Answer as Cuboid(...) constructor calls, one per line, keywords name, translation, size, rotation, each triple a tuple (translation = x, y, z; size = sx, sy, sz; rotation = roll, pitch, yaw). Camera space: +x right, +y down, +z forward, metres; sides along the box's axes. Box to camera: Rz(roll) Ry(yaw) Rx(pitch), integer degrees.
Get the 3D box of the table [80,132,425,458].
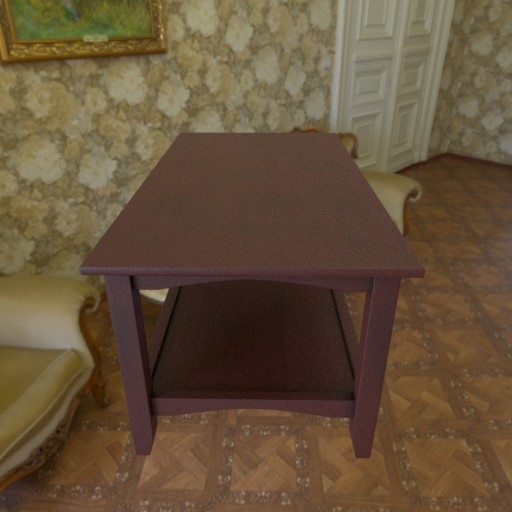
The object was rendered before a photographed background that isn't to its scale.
Cuboid(name="table", translation=(0.000, 0.000, 1.202), size=(0.533, 0.456, 0.943), rotation=(0, 28, 1))
